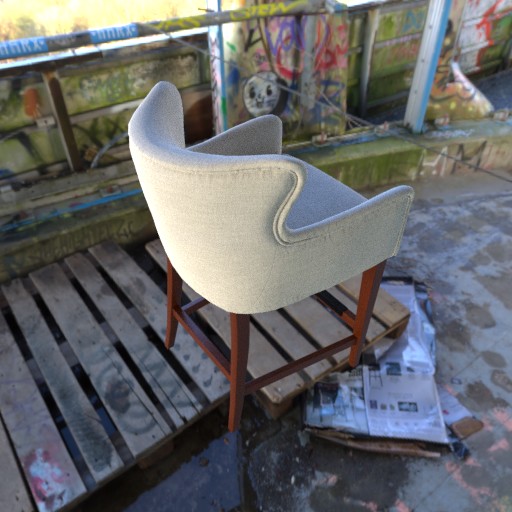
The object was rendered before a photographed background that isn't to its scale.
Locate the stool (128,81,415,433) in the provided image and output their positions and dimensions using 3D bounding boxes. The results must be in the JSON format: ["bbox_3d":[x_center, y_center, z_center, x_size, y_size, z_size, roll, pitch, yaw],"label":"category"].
[{"bbox_3d":[0.000,0.000,1.406,0.637,0.987,0.615,-25,46,-27],"label":"stool"}]
